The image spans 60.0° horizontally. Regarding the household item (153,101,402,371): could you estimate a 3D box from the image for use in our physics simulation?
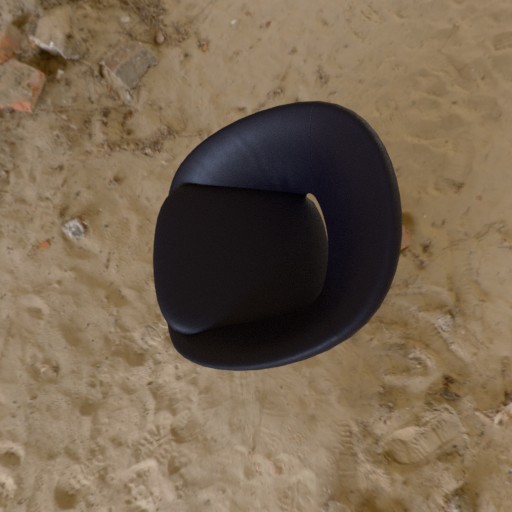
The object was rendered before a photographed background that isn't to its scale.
[{"bbox_3d":[0.000,0.000,1.255,0.573,0.852,0.623,-3,76,-1],"label":"household item"}]
